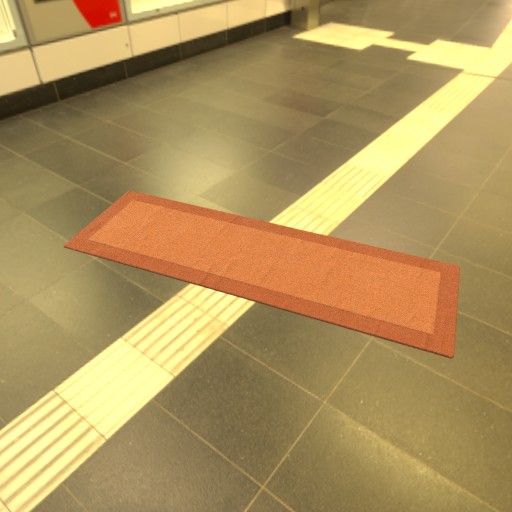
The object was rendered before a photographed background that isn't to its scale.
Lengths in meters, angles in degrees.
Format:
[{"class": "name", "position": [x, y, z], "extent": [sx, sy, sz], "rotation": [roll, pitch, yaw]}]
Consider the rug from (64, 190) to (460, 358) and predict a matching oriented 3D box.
[{"class": "rug", "position": [0.000, 0.000, 2.827], "extent": [2.471, 0.013, 0.914], "rotation": [12, 41, 14]}]
